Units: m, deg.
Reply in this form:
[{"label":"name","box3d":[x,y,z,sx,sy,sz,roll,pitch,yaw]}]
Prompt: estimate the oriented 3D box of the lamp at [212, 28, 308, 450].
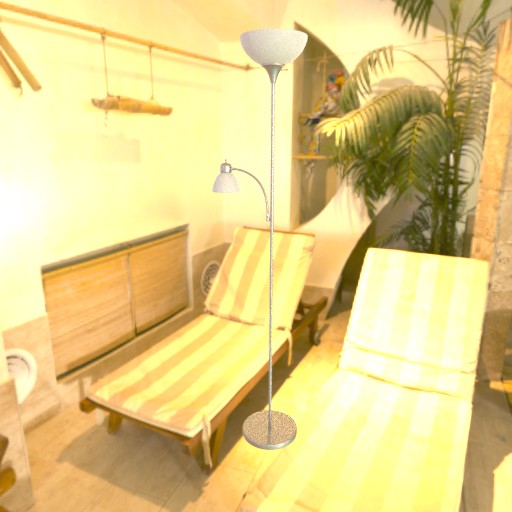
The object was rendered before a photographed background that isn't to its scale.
[{"label":"lamp","box3d":[0.000,0.000,2.011,0.425,1.804,0.279,7,17,25]}]
